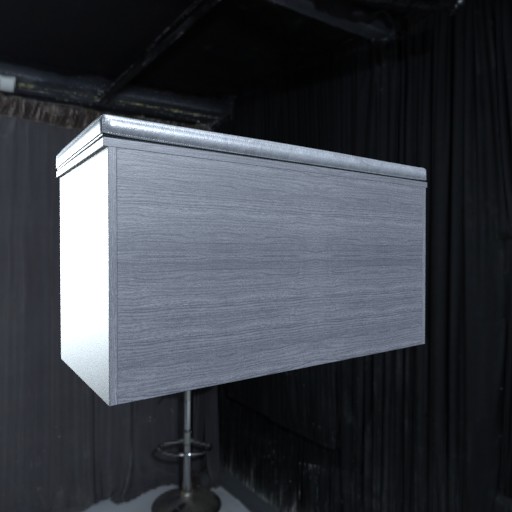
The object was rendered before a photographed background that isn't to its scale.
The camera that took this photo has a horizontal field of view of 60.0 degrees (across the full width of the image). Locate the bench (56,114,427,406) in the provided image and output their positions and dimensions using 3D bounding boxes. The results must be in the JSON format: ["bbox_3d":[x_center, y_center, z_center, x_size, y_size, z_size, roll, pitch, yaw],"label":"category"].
[{"bbox_3d":[0.000,0.000,1.167,0.905,0.501,0.401,-1,1,-35],"label":"bench"}]
